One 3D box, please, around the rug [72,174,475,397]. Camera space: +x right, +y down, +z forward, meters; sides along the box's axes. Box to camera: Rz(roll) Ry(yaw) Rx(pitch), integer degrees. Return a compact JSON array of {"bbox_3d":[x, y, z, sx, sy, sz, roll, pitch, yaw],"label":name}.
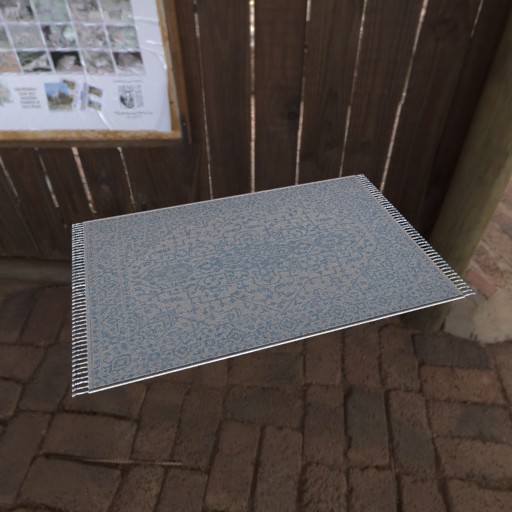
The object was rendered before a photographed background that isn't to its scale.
[{"bbox_3d":[0.000,0.000,3.078,2.438,0.010,1.524,-12,43,-13],"label":"rug"}]
